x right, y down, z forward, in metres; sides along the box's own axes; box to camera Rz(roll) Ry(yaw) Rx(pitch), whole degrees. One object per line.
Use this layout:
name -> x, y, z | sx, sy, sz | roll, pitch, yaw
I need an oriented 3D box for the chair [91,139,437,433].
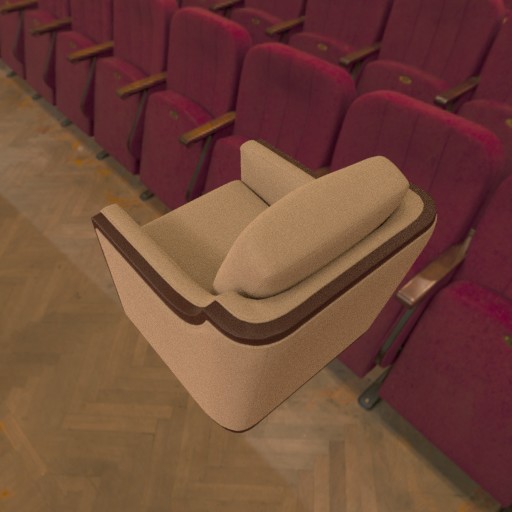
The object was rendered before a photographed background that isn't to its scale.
chair -> 0.000, 0.000, 1.679 | 0.870, 0.930, 0.950 | -32, 54, -27
